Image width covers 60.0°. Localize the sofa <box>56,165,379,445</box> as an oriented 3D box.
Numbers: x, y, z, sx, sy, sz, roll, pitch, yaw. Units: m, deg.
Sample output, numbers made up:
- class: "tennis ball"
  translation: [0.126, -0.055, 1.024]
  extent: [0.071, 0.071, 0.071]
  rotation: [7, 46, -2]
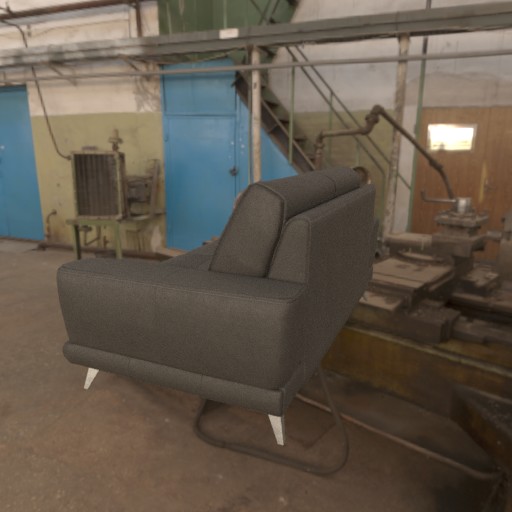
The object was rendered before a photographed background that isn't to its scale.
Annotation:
- class: "sofa"
  translation: [0.000, 0.000, 2.364]
  extent: [1.018, 0.907, 1.806]
  rotation: [6, 16, 23]
